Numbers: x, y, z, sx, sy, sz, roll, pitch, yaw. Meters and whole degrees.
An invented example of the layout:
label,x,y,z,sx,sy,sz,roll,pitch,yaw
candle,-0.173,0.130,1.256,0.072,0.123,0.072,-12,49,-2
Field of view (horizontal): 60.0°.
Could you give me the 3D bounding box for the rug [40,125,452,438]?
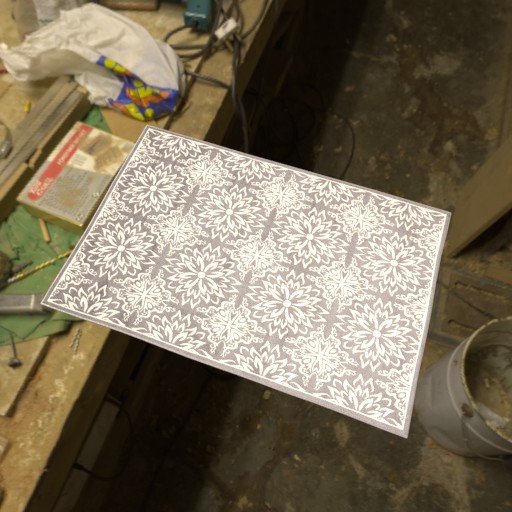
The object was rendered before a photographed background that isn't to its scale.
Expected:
label,x,y,z,sx,sy,sz,roll,pitch,yaw
rug,0.000,0.000,2.322,1.847,0.012,1.224,18,66,8
